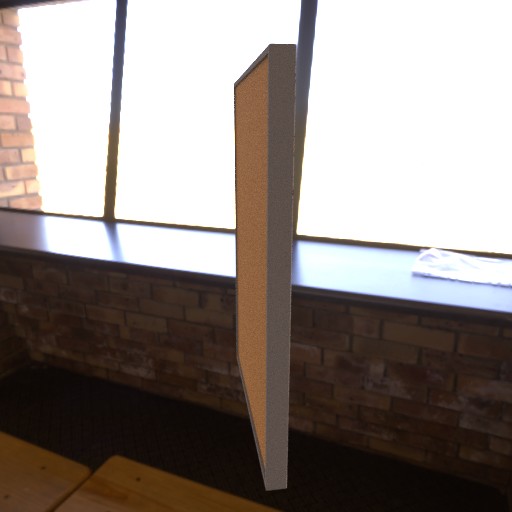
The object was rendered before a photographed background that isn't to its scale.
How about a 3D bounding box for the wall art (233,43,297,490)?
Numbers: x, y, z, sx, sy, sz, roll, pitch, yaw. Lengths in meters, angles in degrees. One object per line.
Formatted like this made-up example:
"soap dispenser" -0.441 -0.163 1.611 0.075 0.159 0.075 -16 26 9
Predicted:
"wall art" 0.000 0.000 0.959 0.039 0.753 0.511 -2 16 -8
